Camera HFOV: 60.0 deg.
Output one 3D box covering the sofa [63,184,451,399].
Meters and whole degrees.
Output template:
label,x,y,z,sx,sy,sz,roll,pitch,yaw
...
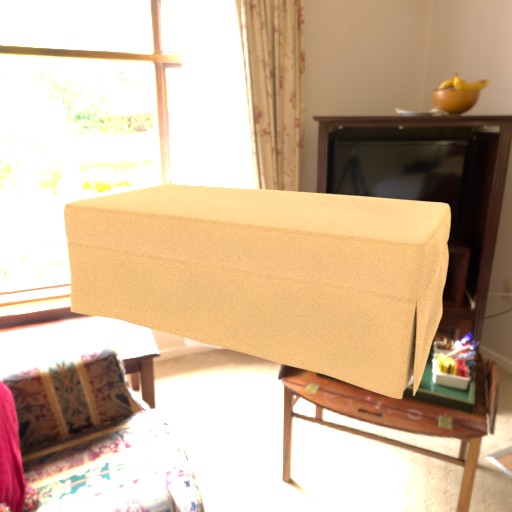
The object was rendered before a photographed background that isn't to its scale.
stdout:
label,x,y,z,sx,sy,sz,roll,pitch,yaw
sofa,0.000,0.000,2.143,1.677,0.552,0.939,8,18,27
